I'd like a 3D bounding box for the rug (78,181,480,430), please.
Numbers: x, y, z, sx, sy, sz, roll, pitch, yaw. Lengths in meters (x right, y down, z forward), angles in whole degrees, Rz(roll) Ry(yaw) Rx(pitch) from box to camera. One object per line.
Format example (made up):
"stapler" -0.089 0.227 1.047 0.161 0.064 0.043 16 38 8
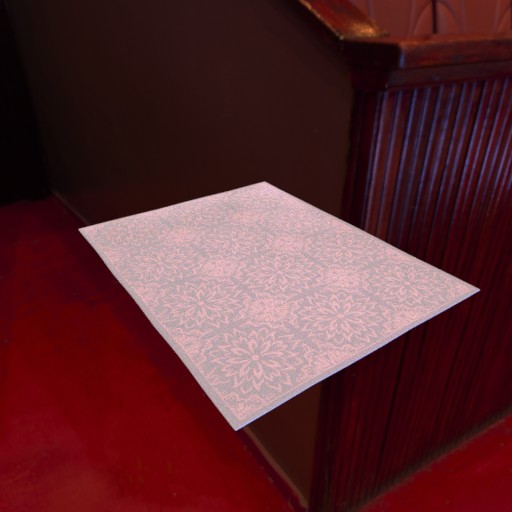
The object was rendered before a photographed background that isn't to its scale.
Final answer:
"rug" 0.000 0.000 4.070 2.363 0.012 2.980 -19 36 -30
